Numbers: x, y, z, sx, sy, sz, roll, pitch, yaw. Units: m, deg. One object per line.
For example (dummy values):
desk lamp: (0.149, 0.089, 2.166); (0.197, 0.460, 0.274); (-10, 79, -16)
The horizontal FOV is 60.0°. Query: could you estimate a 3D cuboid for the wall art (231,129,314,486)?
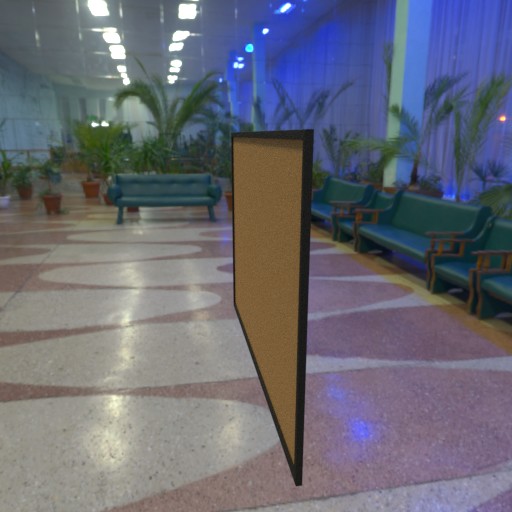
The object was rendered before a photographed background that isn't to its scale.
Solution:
wall art: (0.000, 0.000, 1.229); (0.013, 0.665, 0.963); (-3, 16, -10)
